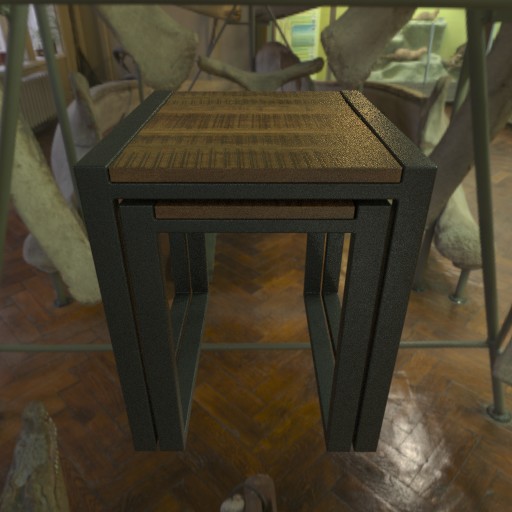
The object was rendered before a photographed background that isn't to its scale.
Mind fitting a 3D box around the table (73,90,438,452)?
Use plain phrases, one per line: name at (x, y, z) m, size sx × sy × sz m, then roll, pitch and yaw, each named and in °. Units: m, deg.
table at (0.000, 0.000, 0.896) m, size 0.449 × 0.550 × 0.500 m, roll 0°, pitch 31°, yaw 0°
